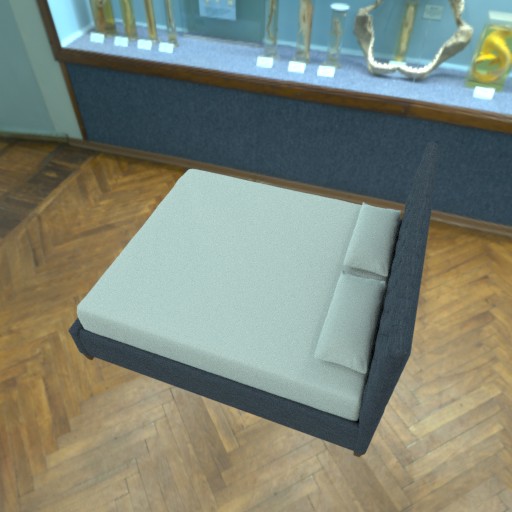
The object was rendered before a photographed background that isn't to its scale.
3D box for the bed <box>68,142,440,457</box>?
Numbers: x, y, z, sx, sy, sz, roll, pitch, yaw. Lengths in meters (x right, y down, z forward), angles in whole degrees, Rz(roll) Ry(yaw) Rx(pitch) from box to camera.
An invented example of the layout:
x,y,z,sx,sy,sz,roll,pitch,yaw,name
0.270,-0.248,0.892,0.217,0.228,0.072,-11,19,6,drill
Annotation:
x,y,z,sx,sy,sz,roll,pitch,yaw,name
0.000,0.000,3.628,2.387,1.427,2.078,15,48,14,bed
